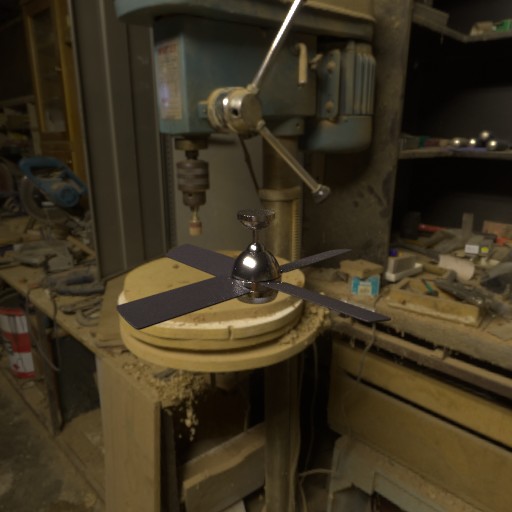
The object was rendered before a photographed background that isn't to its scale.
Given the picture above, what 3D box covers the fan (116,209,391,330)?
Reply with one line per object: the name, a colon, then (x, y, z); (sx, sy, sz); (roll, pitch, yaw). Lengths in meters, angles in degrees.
fan: (0.000, 0.000, 2.028); (1.332, 0.403, 1.332); (-15, 22, -41)
